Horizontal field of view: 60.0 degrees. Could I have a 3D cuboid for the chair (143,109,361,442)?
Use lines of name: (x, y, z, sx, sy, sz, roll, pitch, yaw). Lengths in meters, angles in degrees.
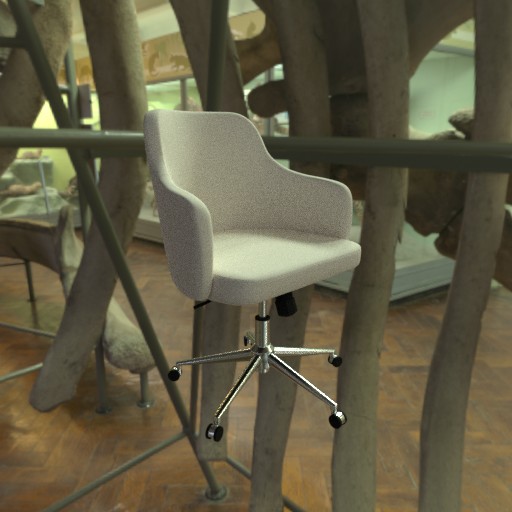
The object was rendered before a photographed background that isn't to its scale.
chair: (0.000, 0.000, 1.280, 0.602, 0.819, 0.647, -14, 21, -43)
